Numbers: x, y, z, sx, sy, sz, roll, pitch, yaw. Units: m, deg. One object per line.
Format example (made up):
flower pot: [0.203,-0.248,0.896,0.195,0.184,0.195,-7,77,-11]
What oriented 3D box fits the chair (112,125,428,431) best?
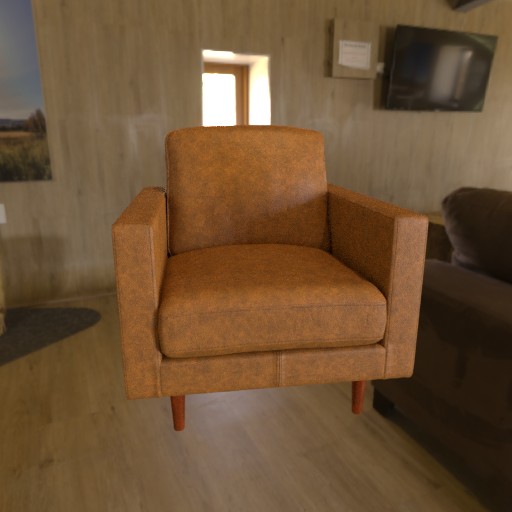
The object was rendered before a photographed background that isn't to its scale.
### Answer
chair: [0.000,0.000,1.659,0.890,0.956,0.909,-2,15,-8]
